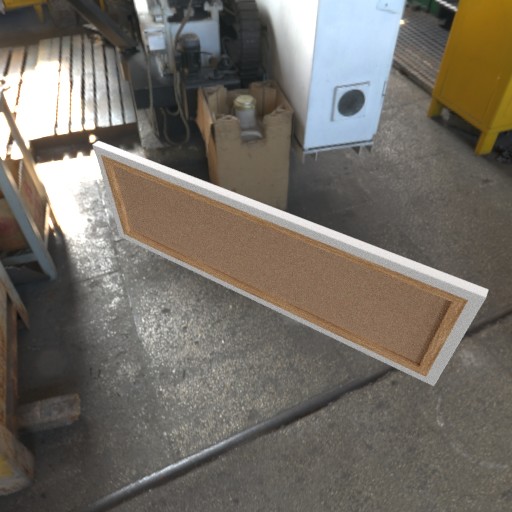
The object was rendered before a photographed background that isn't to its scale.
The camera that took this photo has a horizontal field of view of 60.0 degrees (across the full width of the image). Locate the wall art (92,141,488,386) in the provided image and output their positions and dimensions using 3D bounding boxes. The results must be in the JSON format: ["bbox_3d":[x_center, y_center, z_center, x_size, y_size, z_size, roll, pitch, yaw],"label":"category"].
[{"bbox_3d":[0.000,0.000,1.702,1.520,0.507,0.039,23,50,21],"label":"wall art"}]
